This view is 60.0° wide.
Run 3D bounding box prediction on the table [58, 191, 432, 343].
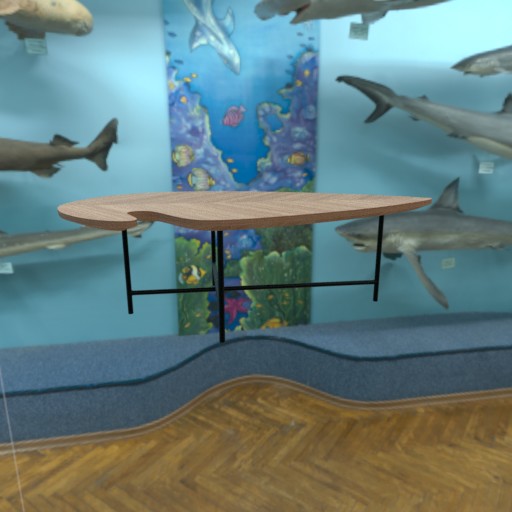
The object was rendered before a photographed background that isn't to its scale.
[{"bbox_3d":[0.000,0.000,1.466,1.199,0.360,0.598,-2,15,-7],"label":"table"}]
